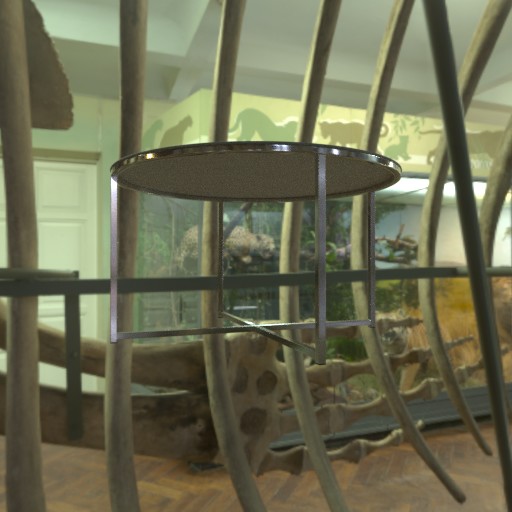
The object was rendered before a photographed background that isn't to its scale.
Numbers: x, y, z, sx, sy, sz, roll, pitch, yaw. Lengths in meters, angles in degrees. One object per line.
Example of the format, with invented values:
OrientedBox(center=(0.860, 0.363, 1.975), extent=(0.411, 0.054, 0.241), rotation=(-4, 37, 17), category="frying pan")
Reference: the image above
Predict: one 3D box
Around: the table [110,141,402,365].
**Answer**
OrientedBox(center=(0.000, 0.000, 1.277), extent=(0.800, 0.450, 0.800), rotation=(0, -1, 0), category="table")
